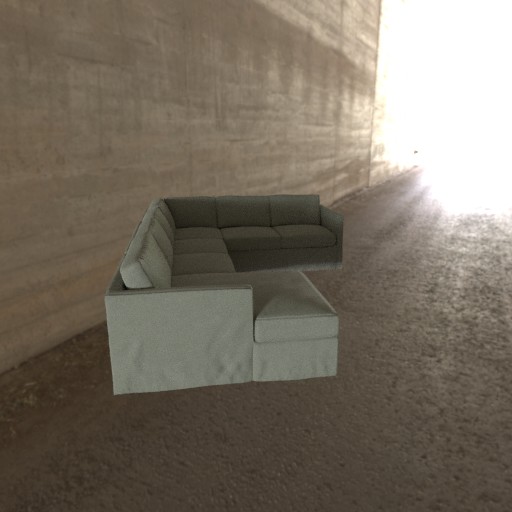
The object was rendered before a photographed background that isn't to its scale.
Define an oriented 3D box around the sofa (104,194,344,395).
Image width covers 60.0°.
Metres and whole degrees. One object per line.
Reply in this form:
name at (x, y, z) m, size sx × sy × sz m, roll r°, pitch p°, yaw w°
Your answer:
sofa at (0.000, 0.000, 4.553) m, size 2.440 × 0.869 × 3.434 m, roll -2°, pitch 15°, yaw -9°
